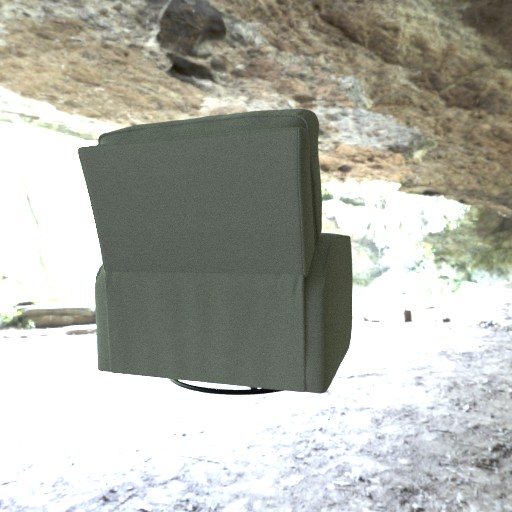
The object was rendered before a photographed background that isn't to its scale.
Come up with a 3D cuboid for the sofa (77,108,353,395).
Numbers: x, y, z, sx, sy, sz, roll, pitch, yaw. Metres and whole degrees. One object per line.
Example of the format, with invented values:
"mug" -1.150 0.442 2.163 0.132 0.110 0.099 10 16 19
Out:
"sofa" 0.000 0.000 2.015 0.861 0.959 1.472 0 1 18
